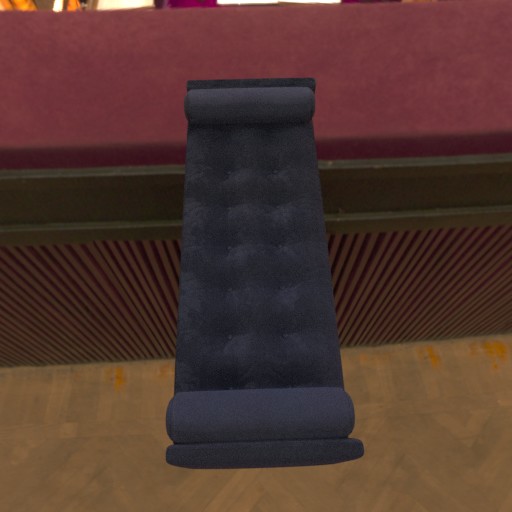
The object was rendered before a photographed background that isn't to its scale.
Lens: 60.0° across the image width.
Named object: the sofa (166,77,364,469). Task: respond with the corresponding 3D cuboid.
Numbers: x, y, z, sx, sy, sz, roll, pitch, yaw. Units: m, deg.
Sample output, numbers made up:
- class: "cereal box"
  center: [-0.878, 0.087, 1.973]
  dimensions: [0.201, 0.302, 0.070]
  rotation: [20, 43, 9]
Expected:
- class: "sofa"
  center: [0.000, 0.000, 2.437]
  dimensions: [0.796, 0.705, 2.102]
  rotation: [-2, 63, -1]
